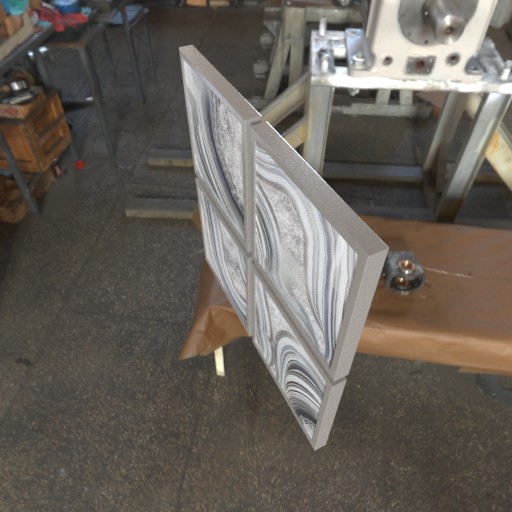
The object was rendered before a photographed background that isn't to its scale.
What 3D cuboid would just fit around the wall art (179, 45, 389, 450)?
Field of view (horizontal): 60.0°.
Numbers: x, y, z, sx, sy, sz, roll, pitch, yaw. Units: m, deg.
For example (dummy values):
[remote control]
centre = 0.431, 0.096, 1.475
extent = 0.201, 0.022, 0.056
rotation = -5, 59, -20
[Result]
[wall art]
centre = 0.000, 0.000, 0.902
extent = 0.029, 0.611, 0.611
rotation = -20, 51, -18
